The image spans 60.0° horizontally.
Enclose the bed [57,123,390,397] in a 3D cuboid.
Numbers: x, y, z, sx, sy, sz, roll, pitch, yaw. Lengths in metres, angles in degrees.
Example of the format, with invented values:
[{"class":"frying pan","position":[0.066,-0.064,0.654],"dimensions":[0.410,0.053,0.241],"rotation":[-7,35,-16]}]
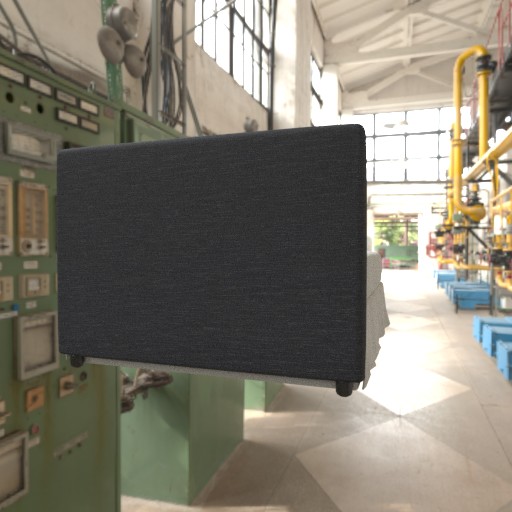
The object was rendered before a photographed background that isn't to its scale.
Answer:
[{"class":"bed","position":[0.000,0.000,3.371],"dimensions":[1.884,1.330,2.142],"rotation":[0,1,19]}]
